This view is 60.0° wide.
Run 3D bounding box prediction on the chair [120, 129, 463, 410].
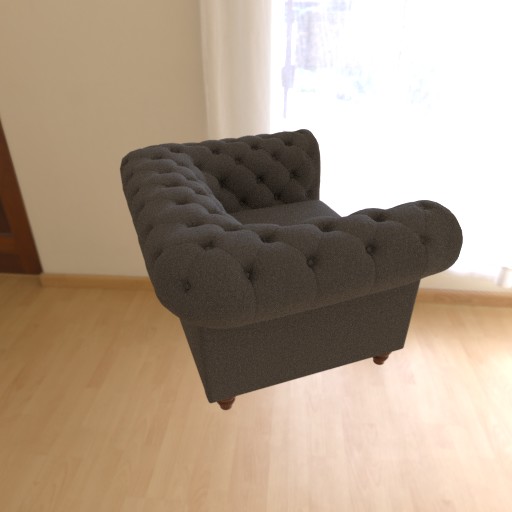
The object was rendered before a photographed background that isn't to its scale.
[{"bbox_3d":[0.000,0.000,1.913,0.976,0.770,1.270,-11,32,-17],"label":"chair"}]
